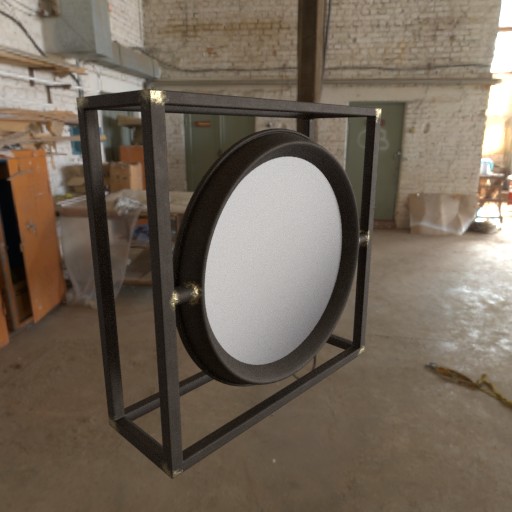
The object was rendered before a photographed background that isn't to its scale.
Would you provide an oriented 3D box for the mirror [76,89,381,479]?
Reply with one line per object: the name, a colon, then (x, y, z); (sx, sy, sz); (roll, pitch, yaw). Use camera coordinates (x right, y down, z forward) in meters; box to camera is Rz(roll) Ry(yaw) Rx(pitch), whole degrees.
mirror: (0.000, 0.000, 0.466); (0.107, 0.303, 0.306); (14, 21, 42)
